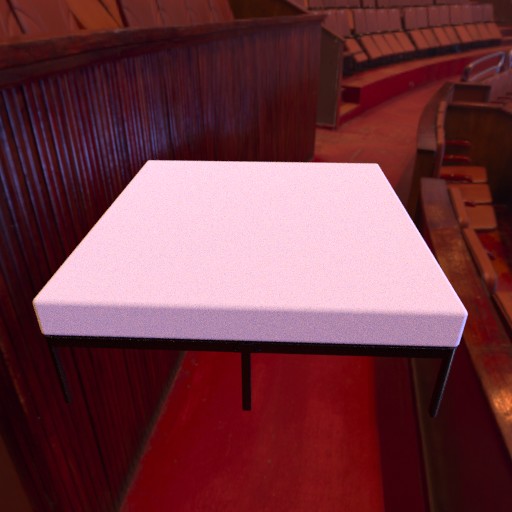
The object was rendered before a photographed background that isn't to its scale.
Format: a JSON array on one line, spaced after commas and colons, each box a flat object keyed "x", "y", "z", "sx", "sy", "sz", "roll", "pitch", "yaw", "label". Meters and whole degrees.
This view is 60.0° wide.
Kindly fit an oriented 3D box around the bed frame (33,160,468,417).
[{"x": 0.000, "y": 0.000, "z": 3.013, "sx": 1.963, "sy": 0.659, "sz": 2.079, "roll": 1, "pitch": 30, "yaw": 2, "label": "bed frame"}]
